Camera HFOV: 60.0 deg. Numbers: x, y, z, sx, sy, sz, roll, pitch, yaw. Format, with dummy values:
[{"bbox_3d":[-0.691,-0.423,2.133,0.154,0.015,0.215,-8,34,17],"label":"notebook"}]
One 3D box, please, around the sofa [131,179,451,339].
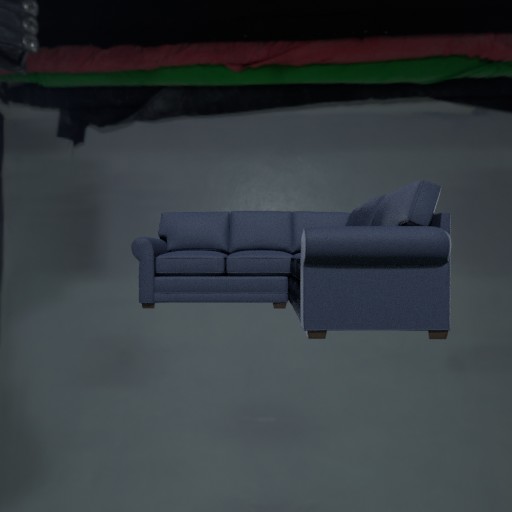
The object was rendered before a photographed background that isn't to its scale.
[{"bbox_3d":[0.000,0.000,3.987,2.487,1.042,2.562,0,0,1],"label":"sofa"}]
